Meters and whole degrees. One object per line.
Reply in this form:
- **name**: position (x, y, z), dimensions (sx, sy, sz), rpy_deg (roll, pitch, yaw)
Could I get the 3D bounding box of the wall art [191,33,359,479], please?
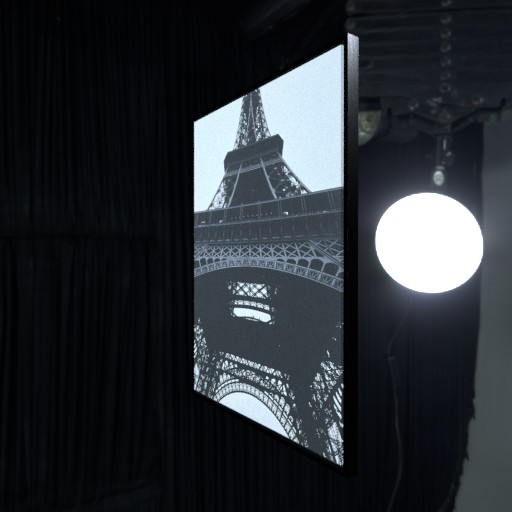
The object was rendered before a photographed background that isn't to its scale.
- **wall art**: position (0.000, 0.000, 1.393), dimensions (0.040, 1.062, 0.805), rpy_deg (0, 0, -35)
